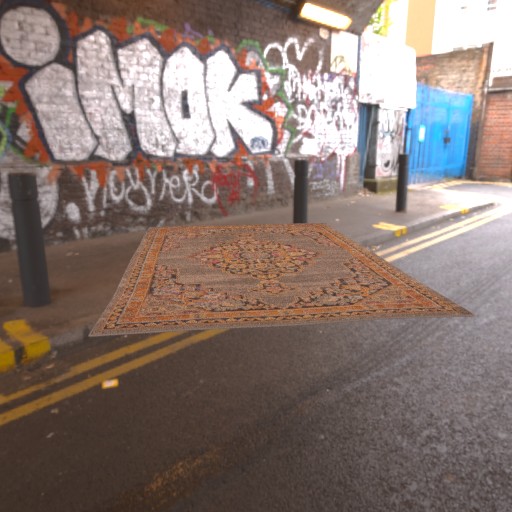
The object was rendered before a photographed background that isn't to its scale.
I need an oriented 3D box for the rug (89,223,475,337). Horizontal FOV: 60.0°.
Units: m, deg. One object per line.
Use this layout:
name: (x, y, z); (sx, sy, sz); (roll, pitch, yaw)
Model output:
rug: (0.000, 0.000, 3.690); (2.043, 0.026, 2.901); (-2, 14, -7)
